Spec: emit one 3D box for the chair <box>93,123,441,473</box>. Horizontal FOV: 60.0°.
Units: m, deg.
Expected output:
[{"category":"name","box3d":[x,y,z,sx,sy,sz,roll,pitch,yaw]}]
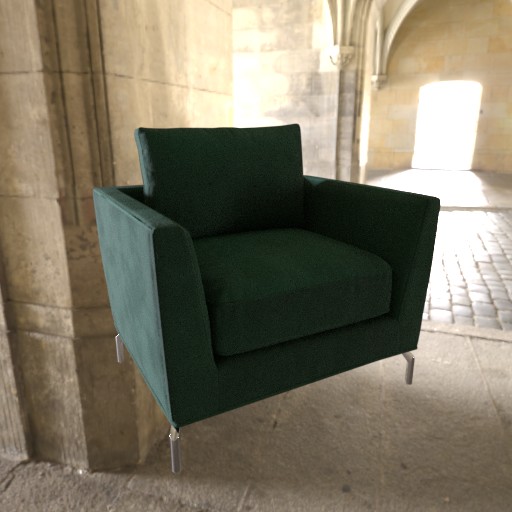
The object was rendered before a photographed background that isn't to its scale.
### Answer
[{"category":"chair","box3d":[0.000,0.000,1.734,1.047,0.997,0.852,-9,19,-28]}]
